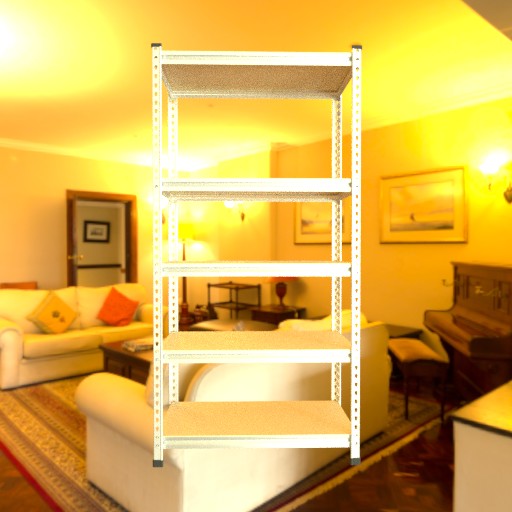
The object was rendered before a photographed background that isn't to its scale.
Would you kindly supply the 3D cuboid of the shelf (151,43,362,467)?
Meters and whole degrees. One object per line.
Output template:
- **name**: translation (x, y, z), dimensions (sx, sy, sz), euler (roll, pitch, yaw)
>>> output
- **shelf**: translation (0.000, 0.000, 2.148), dimensions (0.914, 1.829, 0.457), euler (0, 1, -1)
